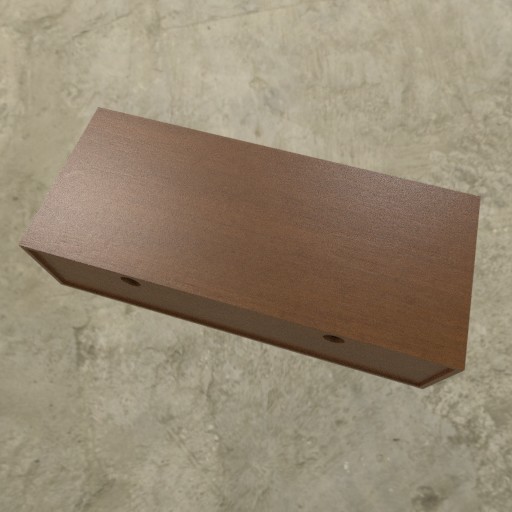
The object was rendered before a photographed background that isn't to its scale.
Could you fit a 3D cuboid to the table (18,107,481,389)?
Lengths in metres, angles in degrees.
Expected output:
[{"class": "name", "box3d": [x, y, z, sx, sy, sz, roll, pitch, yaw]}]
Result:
[{"class": "table", "box3d": [0.000, 0.000, 1.371, 1.119, 0.464, 0.490, 15, 66, 7]}]
